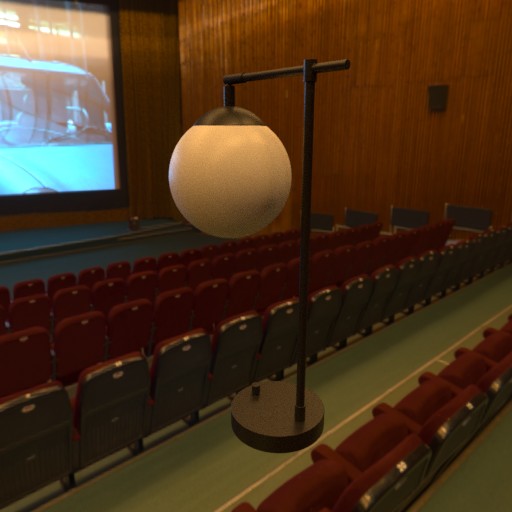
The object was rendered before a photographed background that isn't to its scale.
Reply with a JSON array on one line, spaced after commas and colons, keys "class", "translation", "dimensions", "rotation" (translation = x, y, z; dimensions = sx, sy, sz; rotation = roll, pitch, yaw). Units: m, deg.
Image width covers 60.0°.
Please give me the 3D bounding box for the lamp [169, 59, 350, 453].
[{"class": "lamp", "translation": [0.000, 0.000, 0.709], "dimensions": [0.197, 0.559, 0.316], "rotation": [-14, 21, -42]}]
